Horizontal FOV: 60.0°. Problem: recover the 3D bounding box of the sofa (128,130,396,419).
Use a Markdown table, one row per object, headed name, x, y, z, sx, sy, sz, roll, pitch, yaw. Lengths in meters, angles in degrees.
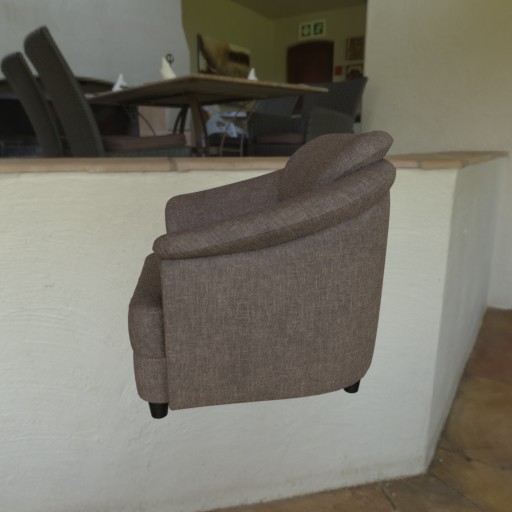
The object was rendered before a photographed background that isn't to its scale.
| name | x | y | z | sx | sy | sz | roll | pitch | yaw |
| --- | --- | --- | --- | --- | --- | --- | --- | --- | --- |
| sofa | 0.000 | 0.000 | 1.503 | 0.794 | 0.811 | 0.870 | -2 | 14 | -8 |
